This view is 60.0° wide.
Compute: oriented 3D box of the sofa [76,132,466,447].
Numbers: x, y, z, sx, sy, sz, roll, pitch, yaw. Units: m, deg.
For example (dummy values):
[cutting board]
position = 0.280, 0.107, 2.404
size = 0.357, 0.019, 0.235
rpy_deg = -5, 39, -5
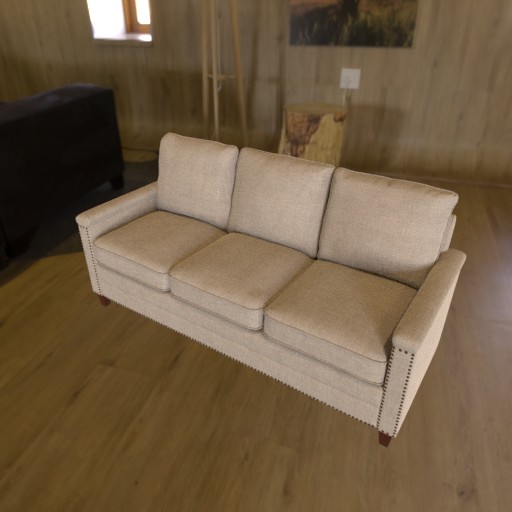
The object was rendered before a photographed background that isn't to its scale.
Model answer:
[sofa]
position = 0.000, 0.000, 2.375
size = 1.925, 0.959, 0.828
rpy_deg = 19, 35, 29
